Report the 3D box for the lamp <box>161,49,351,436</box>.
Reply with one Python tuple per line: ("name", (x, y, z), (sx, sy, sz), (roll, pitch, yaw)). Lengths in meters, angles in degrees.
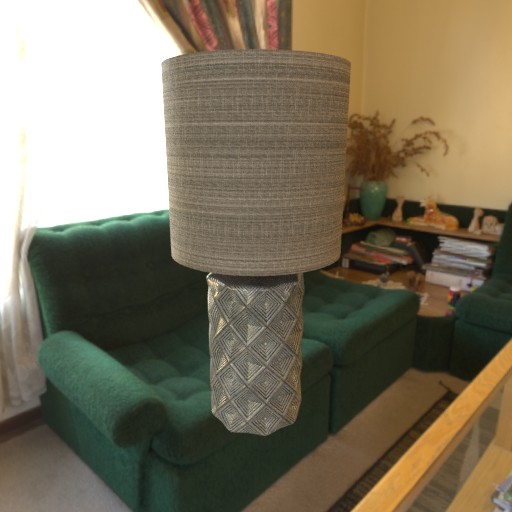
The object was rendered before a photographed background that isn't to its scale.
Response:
("lamp", (0.000, 0.000, 0.713), (0.268, 0.566, 0.269), (8, 17, 26))
